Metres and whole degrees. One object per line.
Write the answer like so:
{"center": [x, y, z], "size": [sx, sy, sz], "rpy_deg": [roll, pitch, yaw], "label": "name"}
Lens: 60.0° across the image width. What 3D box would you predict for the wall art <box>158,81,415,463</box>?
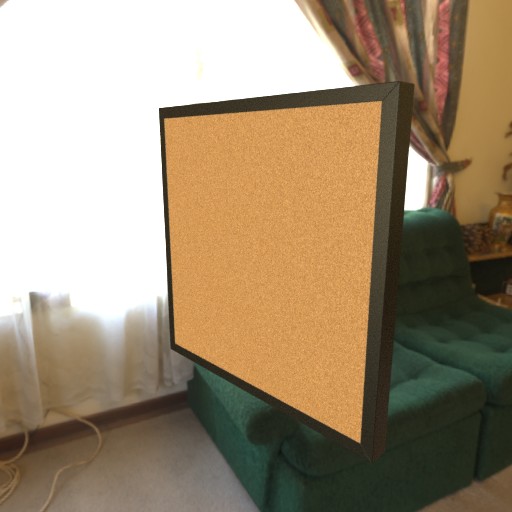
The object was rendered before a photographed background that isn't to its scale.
{"center": [0.000, 0.000, 0.754], "size": [0.036, 0.508, 0.508], "rpy_deg": [-13, 19, -43], "label": "wall art"}
